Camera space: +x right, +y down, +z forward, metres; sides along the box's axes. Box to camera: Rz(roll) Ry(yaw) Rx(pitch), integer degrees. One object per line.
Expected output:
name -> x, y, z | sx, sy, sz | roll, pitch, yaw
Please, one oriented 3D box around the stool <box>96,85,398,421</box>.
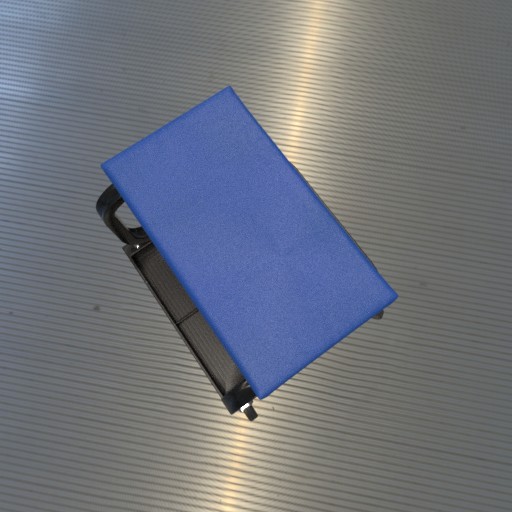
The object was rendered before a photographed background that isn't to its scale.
stool -> 0.000, 0.000, 0.749 | 0.371, 0.380, 0.446 | -35, 78, -8
